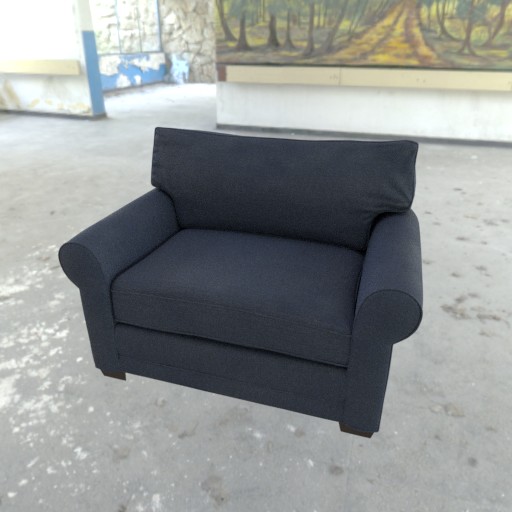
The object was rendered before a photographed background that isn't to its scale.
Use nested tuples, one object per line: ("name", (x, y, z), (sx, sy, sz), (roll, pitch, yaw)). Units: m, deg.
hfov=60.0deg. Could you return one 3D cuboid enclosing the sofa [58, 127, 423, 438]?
("sofa", (0.000, 0.000, 2.029), (1.405, 1.004, 0.938), (8, 27, 15))
